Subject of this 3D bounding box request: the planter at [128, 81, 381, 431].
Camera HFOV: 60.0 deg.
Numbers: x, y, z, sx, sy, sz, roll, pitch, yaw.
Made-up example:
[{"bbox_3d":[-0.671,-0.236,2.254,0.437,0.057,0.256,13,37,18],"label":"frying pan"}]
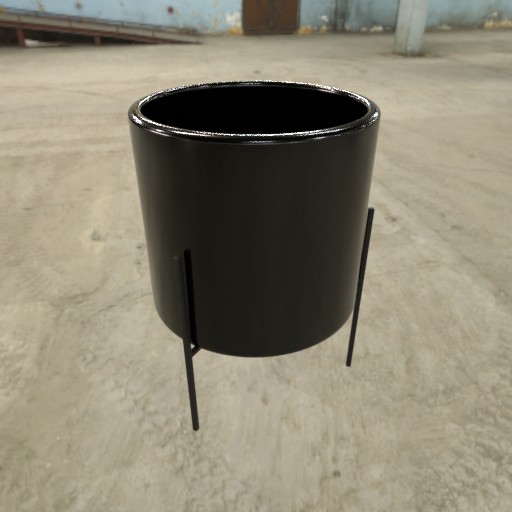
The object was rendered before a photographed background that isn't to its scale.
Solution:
[{"bbox_3d":[0.000,0.000,0.646,0.310,0.432,0.310,9,33,15],"label":"planter"}]
